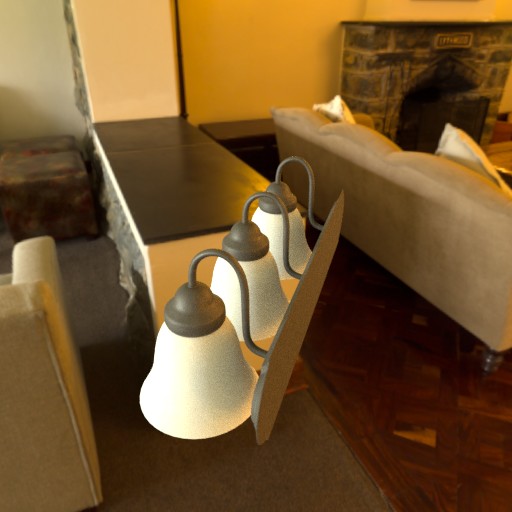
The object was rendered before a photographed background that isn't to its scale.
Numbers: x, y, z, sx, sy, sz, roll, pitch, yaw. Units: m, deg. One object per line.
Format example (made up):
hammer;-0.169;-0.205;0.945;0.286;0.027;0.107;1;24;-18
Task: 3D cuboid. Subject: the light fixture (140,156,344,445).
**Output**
light fixture;0.000;0.000;0.712;0.199;0.222;0.610;9;30;16
